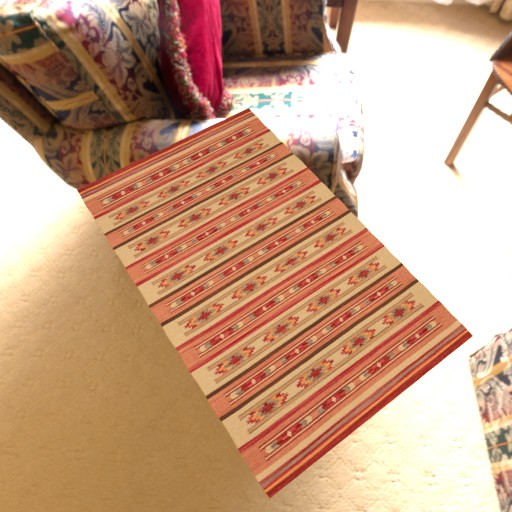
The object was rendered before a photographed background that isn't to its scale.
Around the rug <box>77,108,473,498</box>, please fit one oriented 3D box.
[{"bbox_3d":[0.000,0.000,2.978,1.535,0.010,2.431,-31,64,-17],"label":"rug"}]
